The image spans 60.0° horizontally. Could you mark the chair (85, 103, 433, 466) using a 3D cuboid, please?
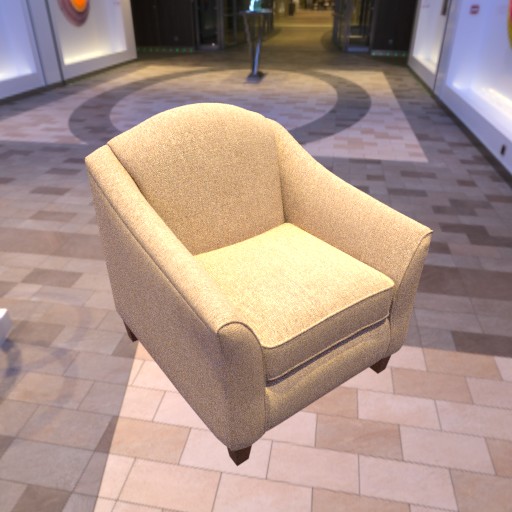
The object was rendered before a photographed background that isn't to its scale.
[{"bbox_3d":[0.000,0.000,1.438,0.763,0.839,0.787,-21,36,-31],"label":"chair"}]
